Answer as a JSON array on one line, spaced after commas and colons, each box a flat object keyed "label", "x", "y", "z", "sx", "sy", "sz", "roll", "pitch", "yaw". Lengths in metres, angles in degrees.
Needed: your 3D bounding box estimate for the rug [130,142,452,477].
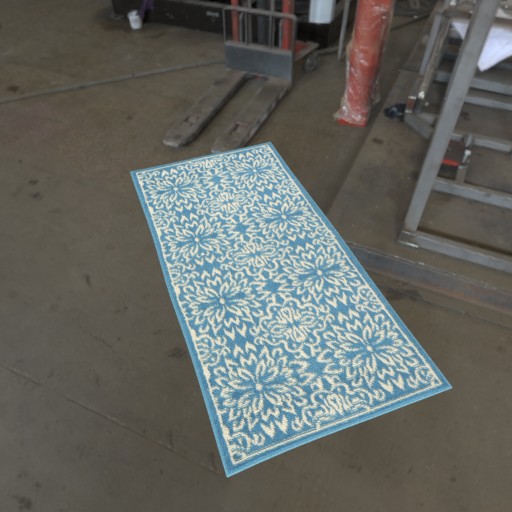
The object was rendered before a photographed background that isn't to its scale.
[{"label": "rug", "x": 0.000, "y": 0.000, "z": 1.444, "sx": 0.604, "sy": 0.007, "sz": 1.219, "roll": -16, "pitch": 48, "yaw": -14}]
